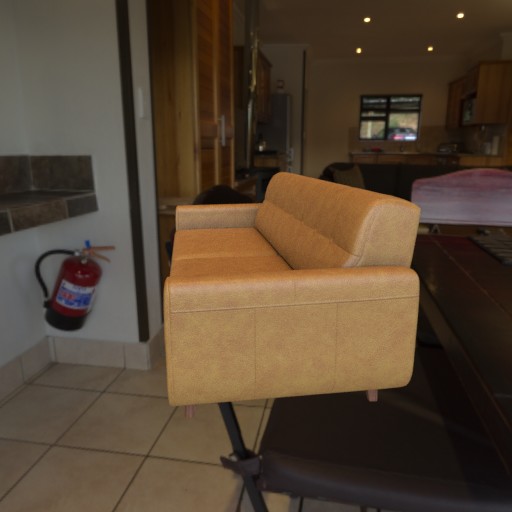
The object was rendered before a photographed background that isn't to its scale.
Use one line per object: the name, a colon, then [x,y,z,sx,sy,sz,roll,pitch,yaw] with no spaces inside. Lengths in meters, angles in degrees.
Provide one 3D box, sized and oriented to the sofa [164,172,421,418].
sofa: [0.000,0.000,2.594,0.980,0.892,2.137,-2,14,-9]
